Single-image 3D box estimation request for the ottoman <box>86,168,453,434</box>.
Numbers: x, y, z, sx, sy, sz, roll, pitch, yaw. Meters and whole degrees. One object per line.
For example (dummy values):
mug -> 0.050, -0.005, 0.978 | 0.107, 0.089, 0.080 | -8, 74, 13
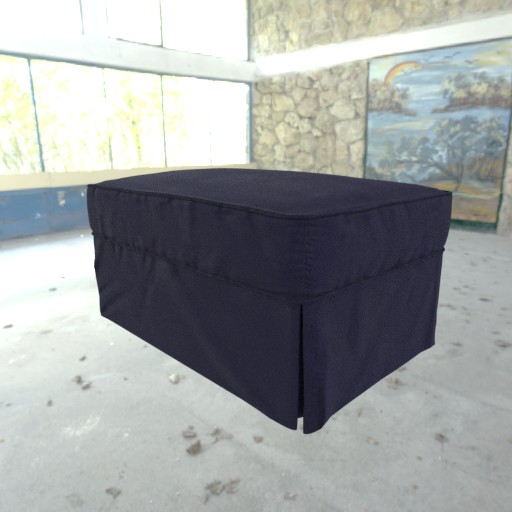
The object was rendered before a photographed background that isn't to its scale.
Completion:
ottoman -> 0.000, 0.000, 1.319 | 0.637, 0.503, 0.938 | -13, 19, -42
